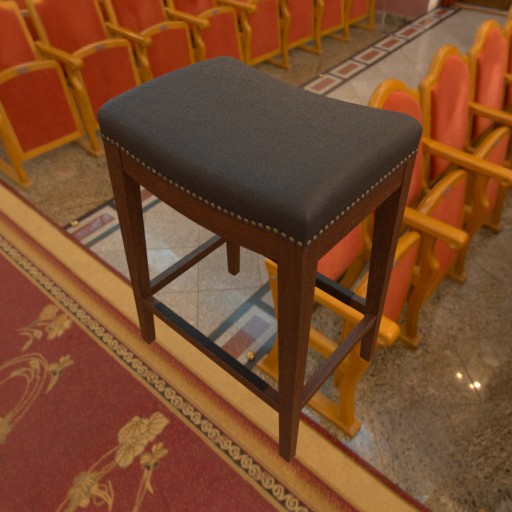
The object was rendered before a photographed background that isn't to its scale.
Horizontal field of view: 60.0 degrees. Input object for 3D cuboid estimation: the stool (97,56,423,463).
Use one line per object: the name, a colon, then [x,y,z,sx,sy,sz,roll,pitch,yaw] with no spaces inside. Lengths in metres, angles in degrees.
stool: [0.000,0.000,0.928,0.490,0.664,0.353,31,51,28]
